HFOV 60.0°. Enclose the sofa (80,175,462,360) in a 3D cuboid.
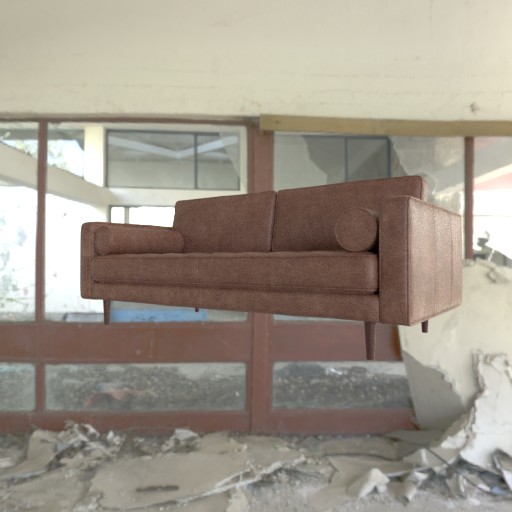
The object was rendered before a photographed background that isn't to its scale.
[{"bbox_3d":[0.000,0.000,2.338,1.870,0.760,0.910,0,-1,35],"label":"sofa"}]
